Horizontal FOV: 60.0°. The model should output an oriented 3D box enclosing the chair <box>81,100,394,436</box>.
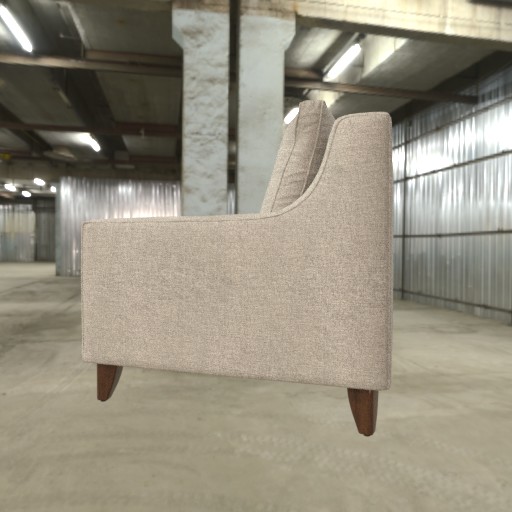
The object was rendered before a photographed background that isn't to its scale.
[{"bbox_3d":[0.000,0.000,1.556,0.918,0.864,0.838,0,1,18],"label":"chair"}]
